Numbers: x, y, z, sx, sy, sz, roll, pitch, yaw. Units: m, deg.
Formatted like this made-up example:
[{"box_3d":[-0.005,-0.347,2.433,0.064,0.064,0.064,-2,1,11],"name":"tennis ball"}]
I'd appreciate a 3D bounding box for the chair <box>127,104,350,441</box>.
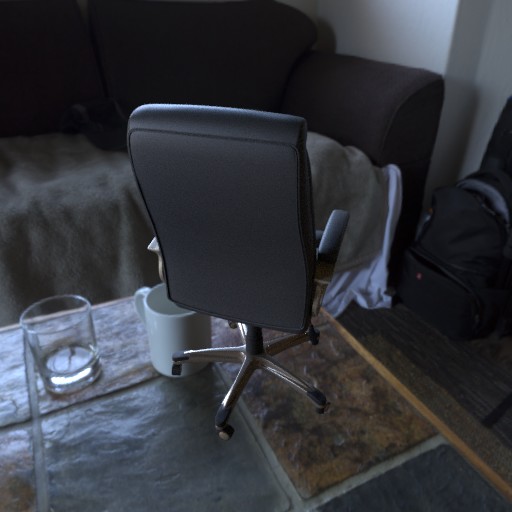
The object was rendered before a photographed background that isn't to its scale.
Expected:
[{"box_3d":[0.000,0.000,1.657,0.694,1.188,0.748,10,32,17],"name":"chair"}]
